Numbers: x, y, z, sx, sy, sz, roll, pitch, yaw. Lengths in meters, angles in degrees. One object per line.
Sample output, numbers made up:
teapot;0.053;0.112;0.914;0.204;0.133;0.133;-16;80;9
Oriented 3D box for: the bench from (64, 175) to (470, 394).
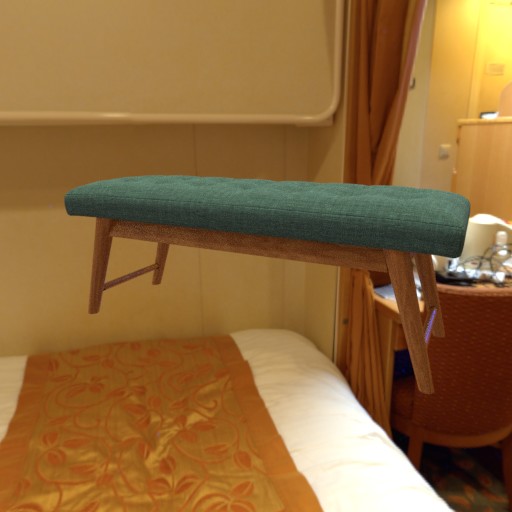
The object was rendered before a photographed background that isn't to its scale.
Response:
bench;0.000;0.000;1.326;1.118;0.432;0.406;8;17;25
